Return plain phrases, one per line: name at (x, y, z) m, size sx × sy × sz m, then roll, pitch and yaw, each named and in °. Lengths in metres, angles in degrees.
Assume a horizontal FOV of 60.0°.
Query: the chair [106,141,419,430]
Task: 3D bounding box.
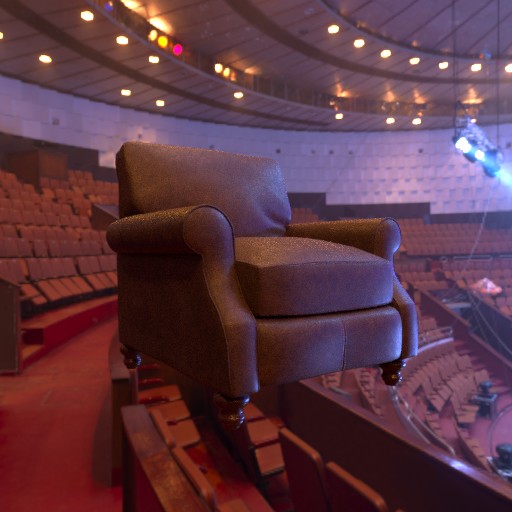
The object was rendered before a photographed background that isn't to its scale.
chair at (0.000, 0.000, 1.787) m, size 0.996 × 0.976 × 1.002 m, roll 0°, pitch 1°, yaw -36°
